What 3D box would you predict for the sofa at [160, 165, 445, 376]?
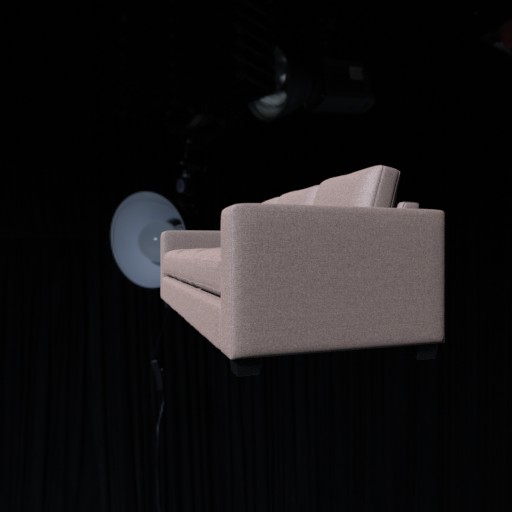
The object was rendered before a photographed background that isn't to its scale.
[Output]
[{"bbox_3d":[0.000,0.000,2.631,0.900,0.806,2.160,0,0,-18],"label":"sofa"}]
